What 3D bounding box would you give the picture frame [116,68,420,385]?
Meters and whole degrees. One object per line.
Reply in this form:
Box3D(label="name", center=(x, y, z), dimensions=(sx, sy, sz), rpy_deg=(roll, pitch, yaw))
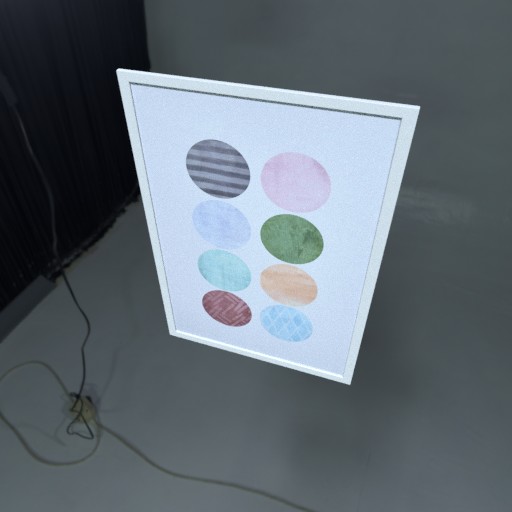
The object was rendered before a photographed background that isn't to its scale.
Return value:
Box3D(label="picture frame", center=(0.000, 0.000, 1.234), dimensions=(0.659, 0.940, 0.013), rpy_deg=(12, 43, 14))
